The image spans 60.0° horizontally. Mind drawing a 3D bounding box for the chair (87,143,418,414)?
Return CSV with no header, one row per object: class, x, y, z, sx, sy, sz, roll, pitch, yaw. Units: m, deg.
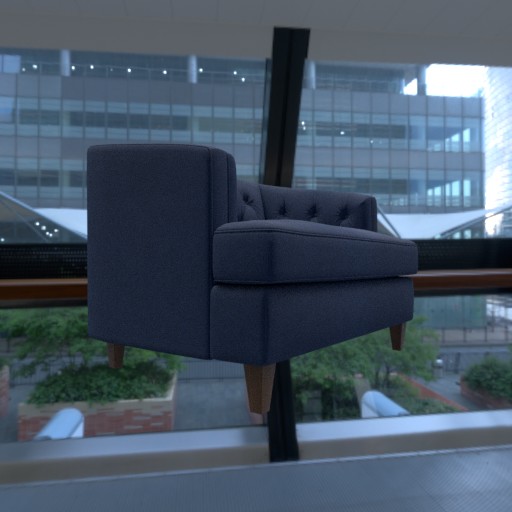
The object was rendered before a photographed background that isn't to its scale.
chair,0.000,0.000,1.715,0.914,0.787,1.118,-1,-1,37
